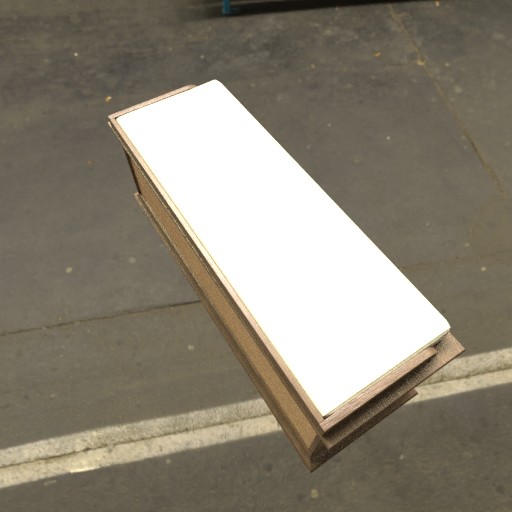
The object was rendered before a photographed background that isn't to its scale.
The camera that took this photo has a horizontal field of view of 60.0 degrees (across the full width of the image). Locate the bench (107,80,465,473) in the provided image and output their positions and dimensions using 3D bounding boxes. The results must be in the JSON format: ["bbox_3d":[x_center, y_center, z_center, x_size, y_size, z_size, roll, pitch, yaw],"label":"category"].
[{"bbox_3d":[0.000,0.000,1.412,0.402,0.501,1.185,-28,61,-17],"label":"bench"}]
